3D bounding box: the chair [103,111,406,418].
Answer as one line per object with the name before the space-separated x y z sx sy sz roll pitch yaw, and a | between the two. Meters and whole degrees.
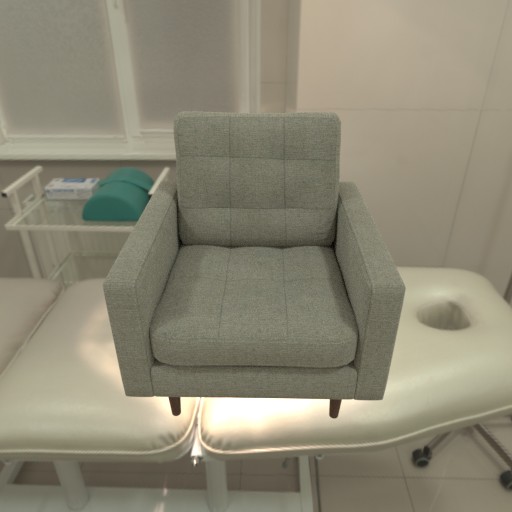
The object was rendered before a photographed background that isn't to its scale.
chair | 0.000 0.000 1.575 0.821 0.880 0.843 1 30 1
